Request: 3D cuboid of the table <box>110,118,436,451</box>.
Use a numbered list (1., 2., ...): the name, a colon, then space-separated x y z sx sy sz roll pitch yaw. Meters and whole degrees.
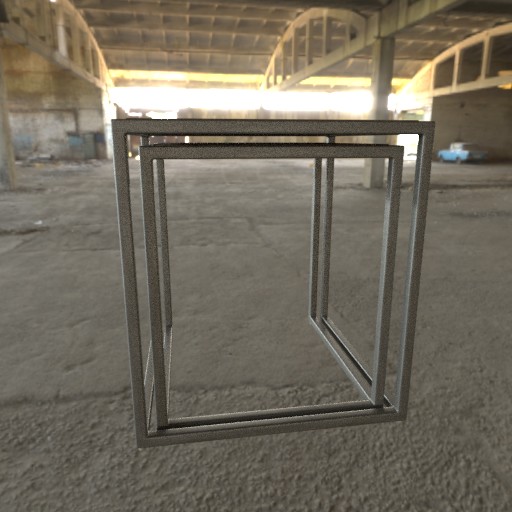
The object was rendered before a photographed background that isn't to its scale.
1. table: 0.000 0.000 0.875 0.450 0.500 0.449 -2 15 -9
